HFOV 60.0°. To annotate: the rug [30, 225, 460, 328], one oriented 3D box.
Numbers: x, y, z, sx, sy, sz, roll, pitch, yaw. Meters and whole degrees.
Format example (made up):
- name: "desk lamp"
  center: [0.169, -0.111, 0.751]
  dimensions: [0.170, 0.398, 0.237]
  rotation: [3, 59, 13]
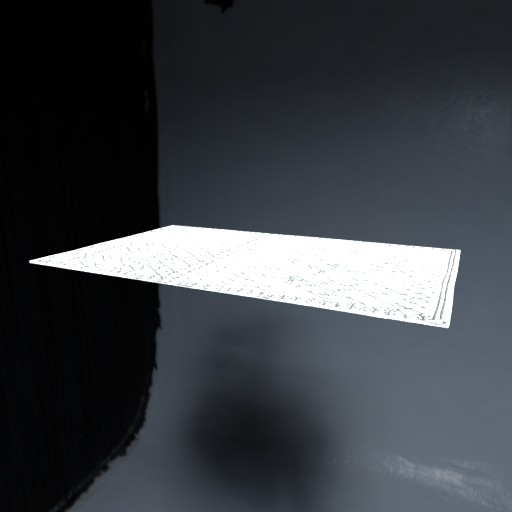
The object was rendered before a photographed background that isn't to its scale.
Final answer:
- name: "rug"
  center: [0.000, 0.000, 2.953]
  dimensions: [2.444, 0.012, 1.530]
  rotation: [6, 15, 25]
